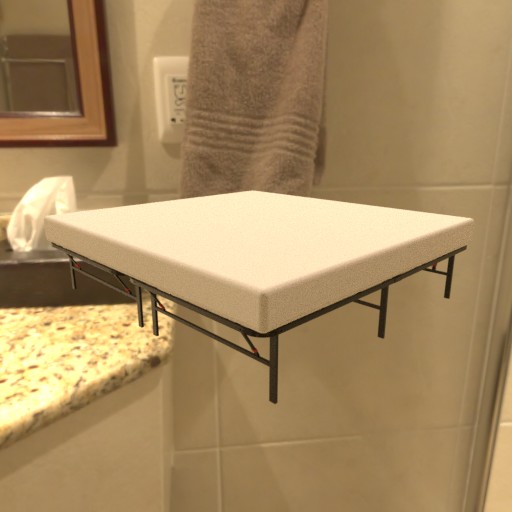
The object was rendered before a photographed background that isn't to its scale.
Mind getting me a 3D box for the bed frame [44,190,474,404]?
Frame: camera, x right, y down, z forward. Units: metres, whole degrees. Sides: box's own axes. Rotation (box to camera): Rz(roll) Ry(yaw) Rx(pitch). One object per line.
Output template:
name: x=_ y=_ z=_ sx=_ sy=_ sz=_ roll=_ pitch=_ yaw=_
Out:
bed frame: x=0.000 y=0.000 z=2.934 sx=1.935 sy=0.525 sz=2.033 roll=-15 pitch=21 yaw=-43
